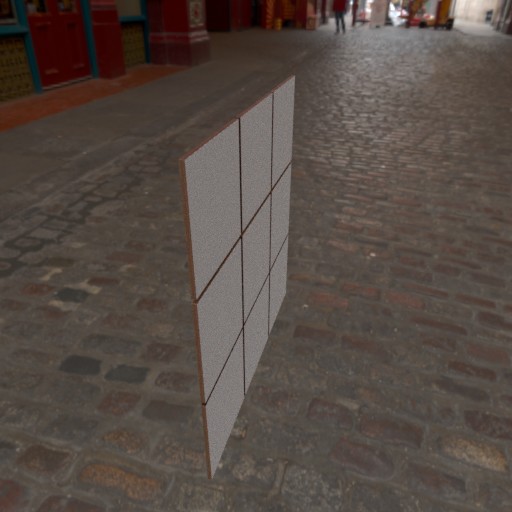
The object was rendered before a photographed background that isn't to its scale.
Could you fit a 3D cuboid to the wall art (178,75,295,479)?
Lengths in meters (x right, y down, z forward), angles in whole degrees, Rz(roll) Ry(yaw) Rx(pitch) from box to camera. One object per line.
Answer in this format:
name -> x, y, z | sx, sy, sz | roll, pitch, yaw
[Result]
wall art -> 0.000, 0.000, 1.874 | 0.017, 1.246, 1.256 | 8, 32, 14
